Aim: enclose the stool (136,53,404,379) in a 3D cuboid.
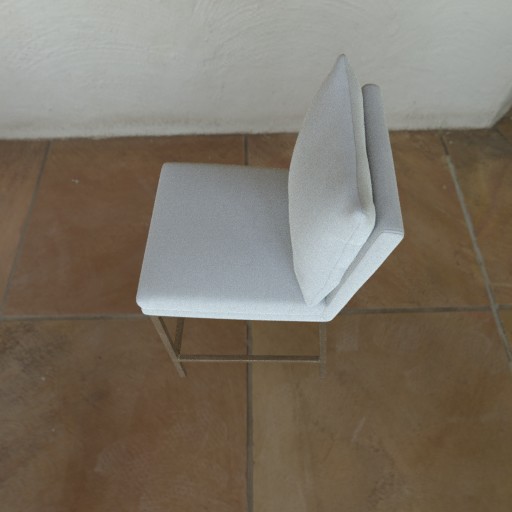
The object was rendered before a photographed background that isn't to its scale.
[{"bbox_3d":[0.000,0.000,1.307,0.572,1.032,0.463,2,59,1],"label":"stool"}]
